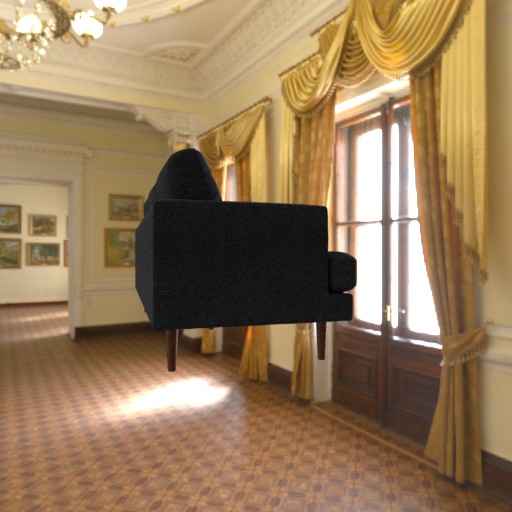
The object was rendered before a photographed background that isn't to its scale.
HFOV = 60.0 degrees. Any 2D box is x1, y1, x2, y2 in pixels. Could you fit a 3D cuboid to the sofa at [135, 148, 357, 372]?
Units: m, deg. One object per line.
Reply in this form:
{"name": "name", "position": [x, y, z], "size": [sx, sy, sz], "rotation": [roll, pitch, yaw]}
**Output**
{"name": "sofa", "position": [0.000, 0.000, 2.982], "size": [1.504, 0.956, 2.233], "rotation": [0, 0, -17]}
